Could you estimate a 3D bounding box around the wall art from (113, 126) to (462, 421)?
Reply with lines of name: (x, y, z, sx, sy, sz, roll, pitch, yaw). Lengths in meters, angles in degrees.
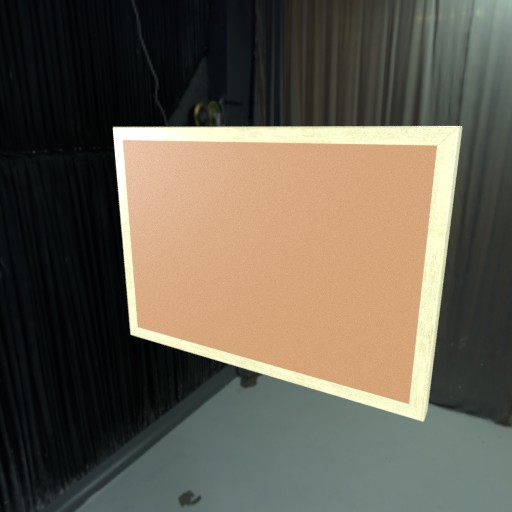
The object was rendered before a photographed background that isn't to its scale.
wall art: (0.000, 0.000, 0.680, 0.533, 0.381, 0.032, 9, 18, 28)
